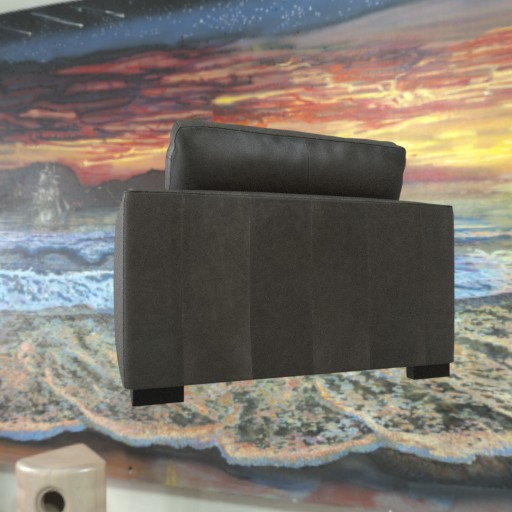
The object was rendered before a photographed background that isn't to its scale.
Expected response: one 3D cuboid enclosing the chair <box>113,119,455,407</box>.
[{"bbox_3d":[0.000,0.000,1.808,1.106,0.807,1.080,0,-1,-18],"label":"chair"}]
